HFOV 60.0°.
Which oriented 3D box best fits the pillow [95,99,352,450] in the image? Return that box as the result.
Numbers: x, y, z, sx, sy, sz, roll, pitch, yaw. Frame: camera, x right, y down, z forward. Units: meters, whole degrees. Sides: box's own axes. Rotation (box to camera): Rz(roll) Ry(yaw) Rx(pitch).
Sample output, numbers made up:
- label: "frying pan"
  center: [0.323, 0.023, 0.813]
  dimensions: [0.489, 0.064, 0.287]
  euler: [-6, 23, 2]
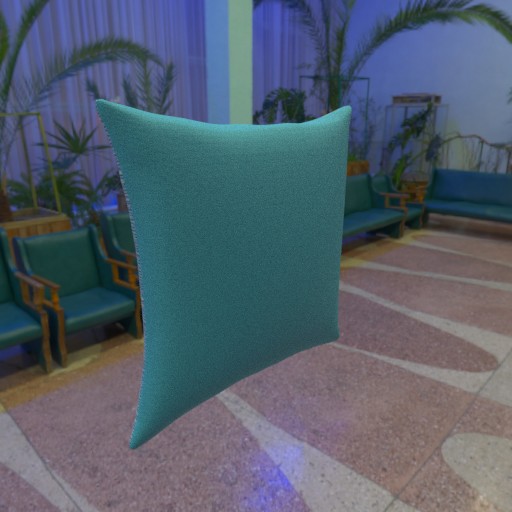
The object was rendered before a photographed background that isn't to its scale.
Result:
- label: "pillow"
  center: [0.000, 0.000, 0.756]
  dimensions: [0.514, 0.497, 0.150]
  euler: [-15, 22, -41]
